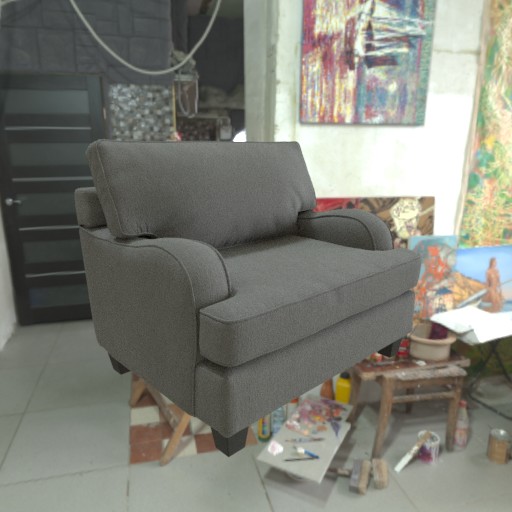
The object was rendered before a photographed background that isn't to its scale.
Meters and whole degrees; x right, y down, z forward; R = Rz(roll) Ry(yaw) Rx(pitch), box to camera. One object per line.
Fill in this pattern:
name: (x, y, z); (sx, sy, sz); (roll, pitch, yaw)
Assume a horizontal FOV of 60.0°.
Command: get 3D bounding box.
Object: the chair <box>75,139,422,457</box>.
chair: (0.000, 0.000, 2.003); (1.220, 1.016, 1.041); (-13, 19, -42)
